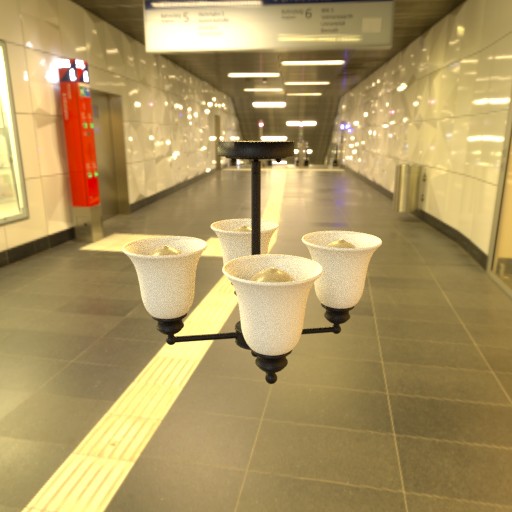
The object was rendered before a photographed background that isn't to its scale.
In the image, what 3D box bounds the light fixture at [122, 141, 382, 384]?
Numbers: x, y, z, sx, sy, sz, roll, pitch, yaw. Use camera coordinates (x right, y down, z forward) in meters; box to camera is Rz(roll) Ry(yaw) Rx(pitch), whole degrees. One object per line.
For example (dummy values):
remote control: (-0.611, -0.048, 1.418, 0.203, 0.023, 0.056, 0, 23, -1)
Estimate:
light fixture: (0.000, 0.000, 1.847, 1.069, 0.925, 1.069, -2, 15, -8)
